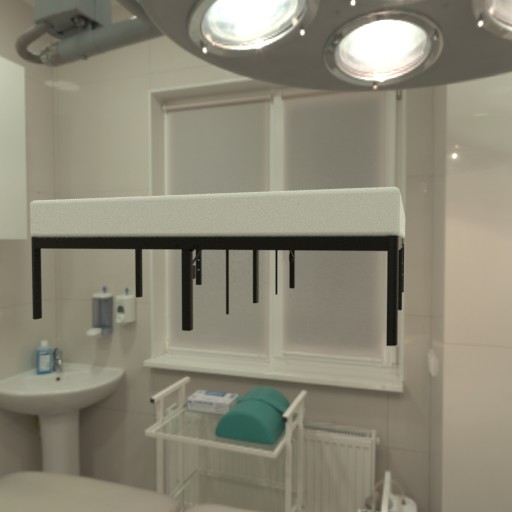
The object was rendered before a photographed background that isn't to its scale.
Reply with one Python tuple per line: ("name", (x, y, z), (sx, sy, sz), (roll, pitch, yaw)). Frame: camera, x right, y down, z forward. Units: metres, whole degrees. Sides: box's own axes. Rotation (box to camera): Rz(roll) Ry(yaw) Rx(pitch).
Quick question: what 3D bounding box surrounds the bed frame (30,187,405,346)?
("bed frame", (0.000, 0.000, 3.106), (1.963, 0.659, 2.079), (1, 2, 19))
